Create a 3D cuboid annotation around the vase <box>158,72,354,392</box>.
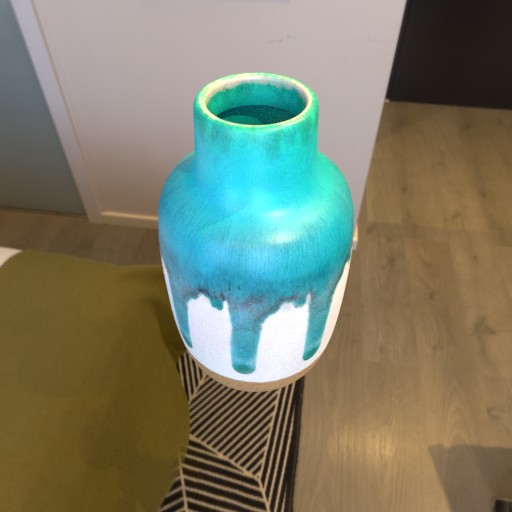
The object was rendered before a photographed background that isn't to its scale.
[{"bbox_3d":[0.000,0.000,0.255,0.106,0.192,0.106,0,46,0],"label":"vase"}]
